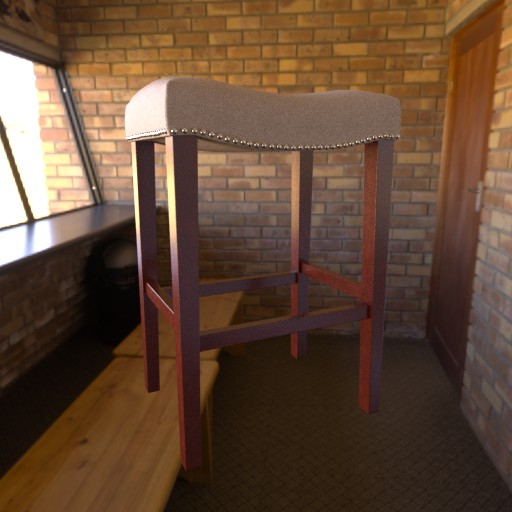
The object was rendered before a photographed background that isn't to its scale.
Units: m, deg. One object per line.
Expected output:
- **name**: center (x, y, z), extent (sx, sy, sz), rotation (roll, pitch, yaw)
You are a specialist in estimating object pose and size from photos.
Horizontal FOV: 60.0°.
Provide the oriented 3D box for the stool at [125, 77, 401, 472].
- **stool**: center (0.000, 0.000, 1.039), extent (0.504, 0.742, 0.372), rotation (-6, 14, -25)
